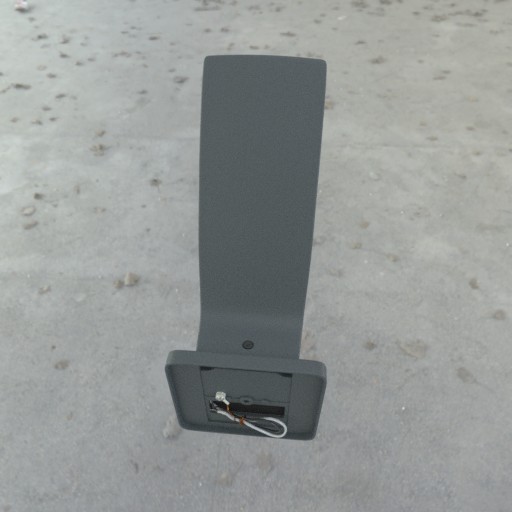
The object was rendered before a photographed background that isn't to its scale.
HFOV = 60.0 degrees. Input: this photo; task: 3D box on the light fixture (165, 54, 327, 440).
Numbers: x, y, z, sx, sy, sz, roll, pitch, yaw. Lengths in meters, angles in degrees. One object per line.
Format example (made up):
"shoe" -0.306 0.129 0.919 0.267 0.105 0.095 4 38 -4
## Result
"light fixture" 0.000 0.000 0.330 0.108 0.243 0.174 4 44 4
